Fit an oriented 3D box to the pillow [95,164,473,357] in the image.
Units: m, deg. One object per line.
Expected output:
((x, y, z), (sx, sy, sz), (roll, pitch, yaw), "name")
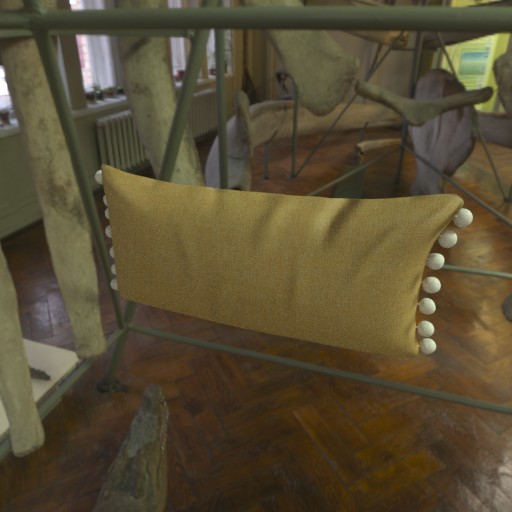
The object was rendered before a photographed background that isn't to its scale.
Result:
((0.000, 0.000, 0.842), (0.709, 0.322, 0.201), (9, 29, 17), "pillow")
